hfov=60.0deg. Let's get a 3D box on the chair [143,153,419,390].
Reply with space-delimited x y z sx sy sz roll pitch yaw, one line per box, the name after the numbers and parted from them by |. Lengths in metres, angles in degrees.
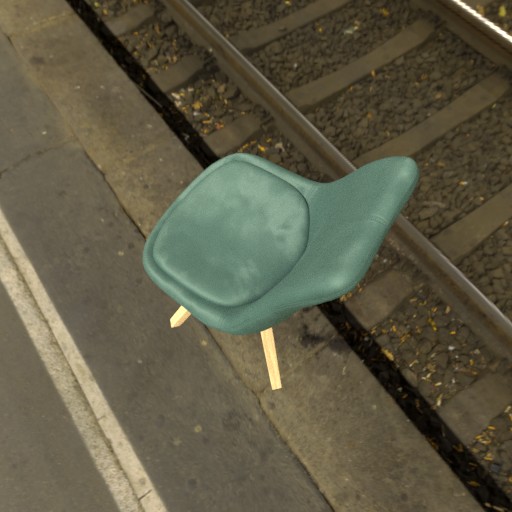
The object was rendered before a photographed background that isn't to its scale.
0.000 0.000 1.192 0.547 0.865 0.483 30 68 13 | chair
